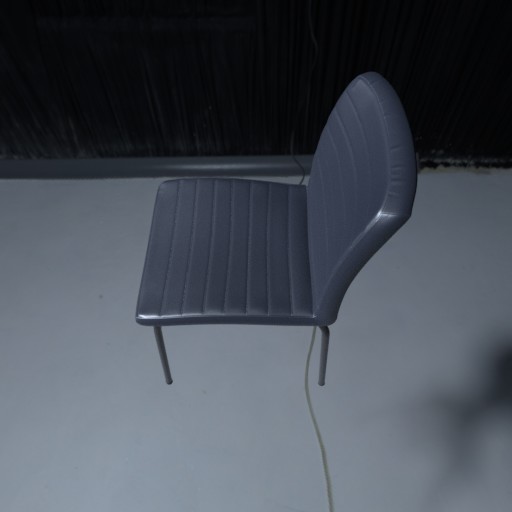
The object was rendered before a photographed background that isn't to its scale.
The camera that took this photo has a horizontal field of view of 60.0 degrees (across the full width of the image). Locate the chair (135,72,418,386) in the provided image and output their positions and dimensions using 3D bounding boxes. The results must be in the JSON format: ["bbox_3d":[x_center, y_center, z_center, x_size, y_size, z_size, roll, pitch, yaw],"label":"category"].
[{"bbox_3d":[0.000,0.000,1.172,0.572,0.872,0.450,1,58,1],"label":"chair"}]
